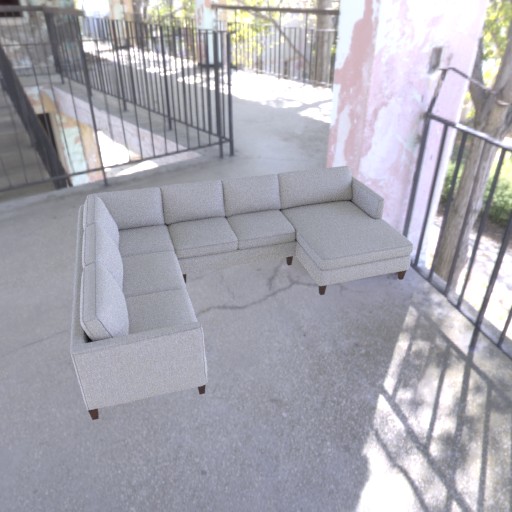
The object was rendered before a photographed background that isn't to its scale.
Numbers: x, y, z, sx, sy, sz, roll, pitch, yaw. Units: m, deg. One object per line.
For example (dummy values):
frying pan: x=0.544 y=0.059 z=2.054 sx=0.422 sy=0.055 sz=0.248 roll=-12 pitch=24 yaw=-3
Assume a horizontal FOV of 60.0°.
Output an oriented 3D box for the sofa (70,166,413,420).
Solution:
sofa: x=0.000 y=0.000 z=4.518 sx=3.403 sy=0.889 sz=2.551 roll=-9 pitch=32 yaw=-15
